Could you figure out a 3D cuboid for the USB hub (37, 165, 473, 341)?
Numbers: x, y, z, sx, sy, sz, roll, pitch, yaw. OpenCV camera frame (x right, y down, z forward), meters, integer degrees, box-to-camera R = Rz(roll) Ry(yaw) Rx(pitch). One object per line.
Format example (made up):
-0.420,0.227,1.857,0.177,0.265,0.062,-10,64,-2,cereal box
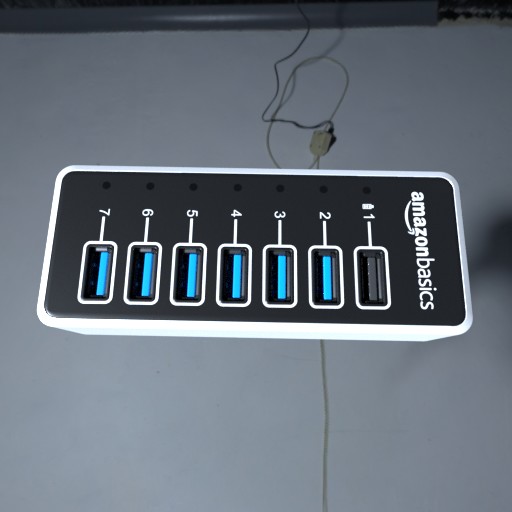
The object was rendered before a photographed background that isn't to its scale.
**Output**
0.000,0.000,0.126,0.110,0.023,0.044,1,75,0,USB hub
